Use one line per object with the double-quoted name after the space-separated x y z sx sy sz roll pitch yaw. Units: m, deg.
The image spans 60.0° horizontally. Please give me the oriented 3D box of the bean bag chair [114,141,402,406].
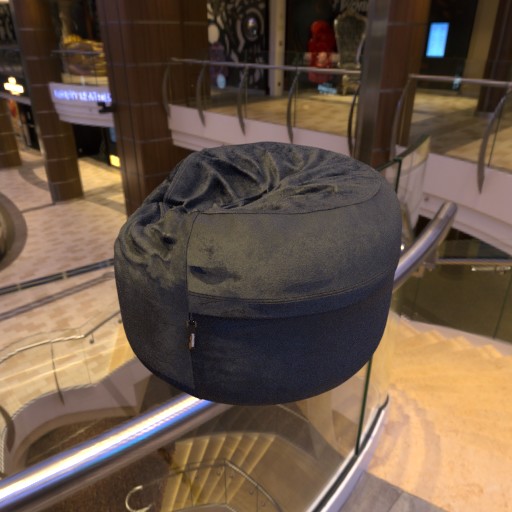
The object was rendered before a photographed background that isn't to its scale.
0.000 0.000 1.489 0.918 0.605 0.918 0 27 0 "bean bag chair"
